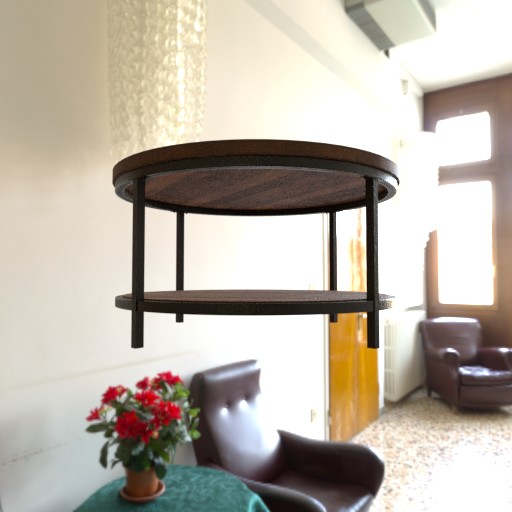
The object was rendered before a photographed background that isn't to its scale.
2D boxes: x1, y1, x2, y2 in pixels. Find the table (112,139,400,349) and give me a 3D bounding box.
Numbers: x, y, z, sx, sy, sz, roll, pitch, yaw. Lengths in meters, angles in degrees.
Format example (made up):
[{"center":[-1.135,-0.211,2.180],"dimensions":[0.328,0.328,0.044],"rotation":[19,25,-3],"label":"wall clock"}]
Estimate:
[{"center":[0.000,0.000,1.349],"dimensions":[0.837,0.462,0.837],"rotation":[0,-2,0],"label":"table"}]
